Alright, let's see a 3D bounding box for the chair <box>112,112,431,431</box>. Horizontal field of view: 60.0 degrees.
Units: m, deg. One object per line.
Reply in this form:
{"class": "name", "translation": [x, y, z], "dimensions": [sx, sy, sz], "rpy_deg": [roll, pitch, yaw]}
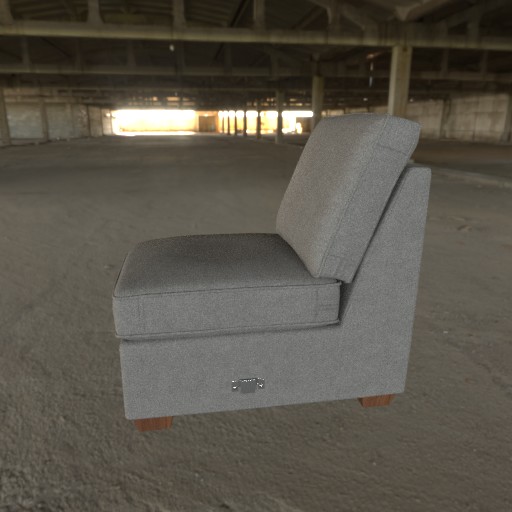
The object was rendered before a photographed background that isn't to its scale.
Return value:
{"class": "chair", "translation": [0.000, 0.000, 1.578], "dimensions": [0.938, 0.970, 0.621], "rpy_deg": [-3, 17, -9]}
